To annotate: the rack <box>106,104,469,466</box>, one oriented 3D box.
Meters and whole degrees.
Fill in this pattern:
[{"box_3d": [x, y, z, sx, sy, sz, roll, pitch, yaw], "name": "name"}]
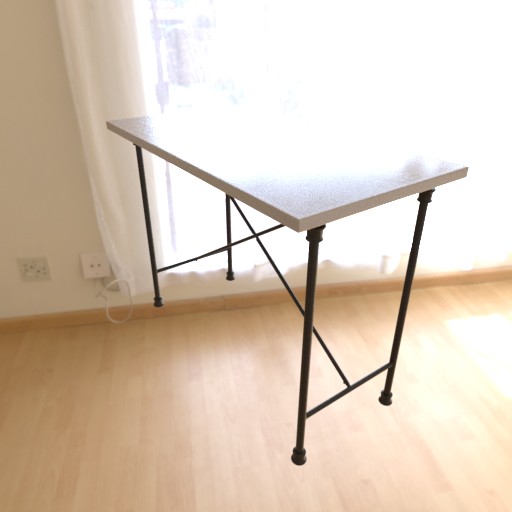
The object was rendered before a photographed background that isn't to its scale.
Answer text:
[{"box_3d": [0.000, 0.000, 1.684, 0.613, 0.880, 1.159, -19, 34, -31], "name": "rack"}]
